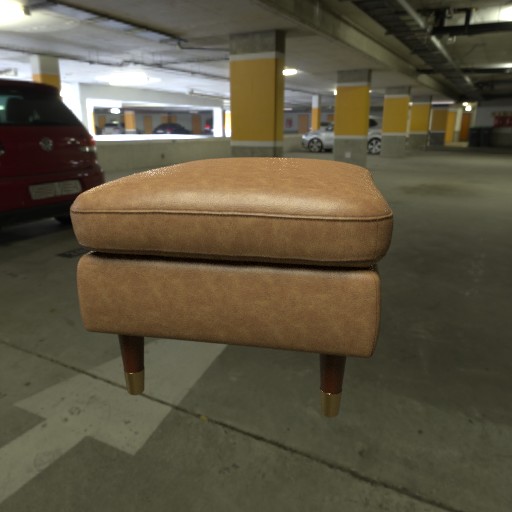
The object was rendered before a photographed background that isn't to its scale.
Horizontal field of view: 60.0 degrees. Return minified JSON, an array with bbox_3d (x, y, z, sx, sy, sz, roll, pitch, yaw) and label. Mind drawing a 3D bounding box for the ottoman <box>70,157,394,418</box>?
[{"bbox_3d":[0.000,0.000,1.127,0.593,0.478,0.747,3,16,10],"label":"ottoman"}]
